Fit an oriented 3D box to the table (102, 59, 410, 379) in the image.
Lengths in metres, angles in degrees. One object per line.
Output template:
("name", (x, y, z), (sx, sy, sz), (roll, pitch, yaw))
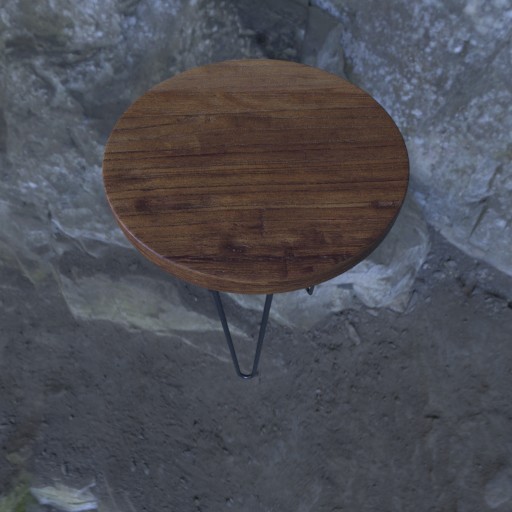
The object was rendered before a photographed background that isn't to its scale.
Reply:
("table", (0.000, 0.000, 0.800), (0.400, 0.520, 0.400), (0, 57, 0))
